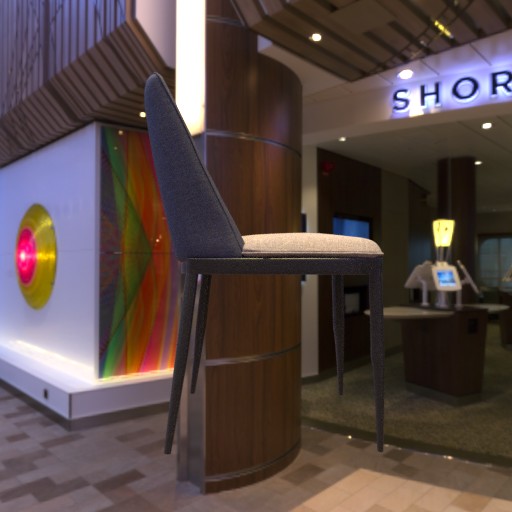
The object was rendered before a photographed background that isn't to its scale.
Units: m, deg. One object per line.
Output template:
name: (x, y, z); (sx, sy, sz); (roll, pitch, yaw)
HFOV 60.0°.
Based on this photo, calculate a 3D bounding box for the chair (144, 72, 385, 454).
chair: (0.000, 0.000, 1.150); (0.551, 0.839, 0.480); (0, -1, -1)
